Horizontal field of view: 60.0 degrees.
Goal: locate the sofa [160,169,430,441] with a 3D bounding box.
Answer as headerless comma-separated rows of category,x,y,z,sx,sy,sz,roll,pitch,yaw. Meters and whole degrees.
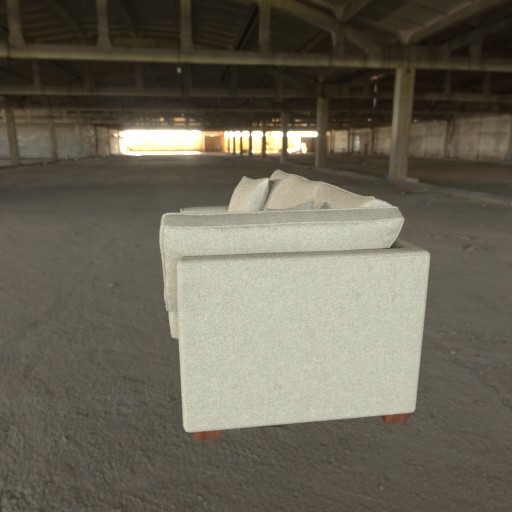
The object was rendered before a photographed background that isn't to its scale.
sofa,0.000,0.000,2.815,1.061,0.962,2.317,-2,14,-9
